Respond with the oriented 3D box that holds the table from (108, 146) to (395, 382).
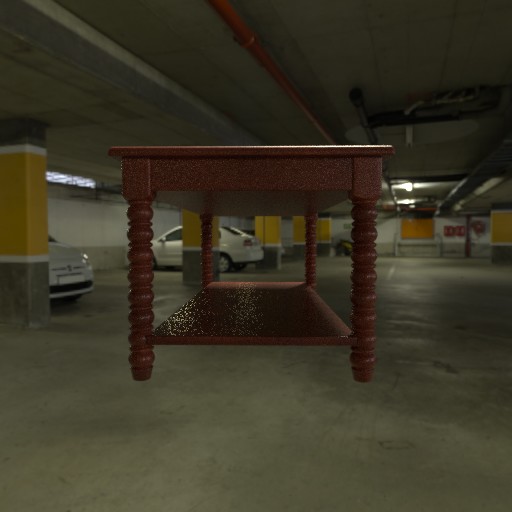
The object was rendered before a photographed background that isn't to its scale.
[{"bbox_3d":[0.000,0.000,1.470,0.580,0.485,1.171,0,2,1],"label":"table"}]
